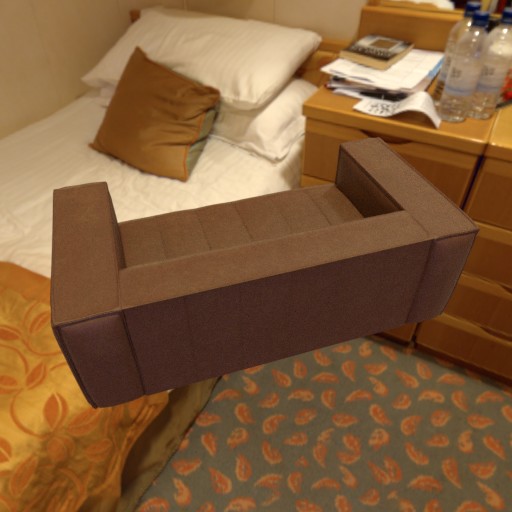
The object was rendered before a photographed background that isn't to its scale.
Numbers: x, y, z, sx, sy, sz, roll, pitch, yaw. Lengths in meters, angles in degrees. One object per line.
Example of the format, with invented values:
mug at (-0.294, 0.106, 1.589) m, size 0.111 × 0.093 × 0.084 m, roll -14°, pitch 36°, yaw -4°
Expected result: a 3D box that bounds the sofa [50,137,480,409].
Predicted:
sofa at (0.000, 0.000, 2.563) m, size 2.088 × 0.703 × 1.102 m, roll -12°, pitch 43°, yaw -13°
